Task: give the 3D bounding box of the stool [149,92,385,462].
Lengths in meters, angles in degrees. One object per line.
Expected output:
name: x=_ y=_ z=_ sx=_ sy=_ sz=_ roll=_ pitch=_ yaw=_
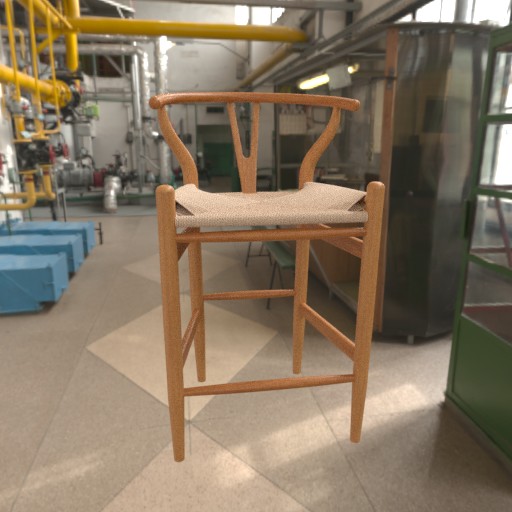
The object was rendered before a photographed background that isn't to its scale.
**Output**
stool: x=0.000 y=0.000 z=1.326 sx=0.569 sy=0.970 sz=0.579 roll=-2 pitch=15 yaw=-9
